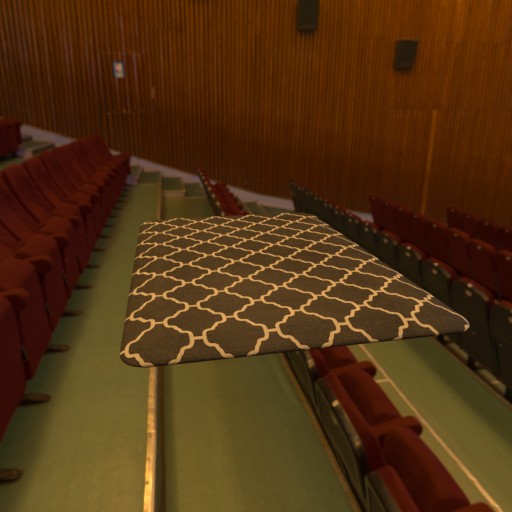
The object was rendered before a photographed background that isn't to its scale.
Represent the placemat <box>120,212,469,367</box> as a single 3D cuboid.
[{"bbox_3d":[0.000,0.000,0.946,0.508,0.021,0.762,-4,19,-11],"label":"placemat"}]
